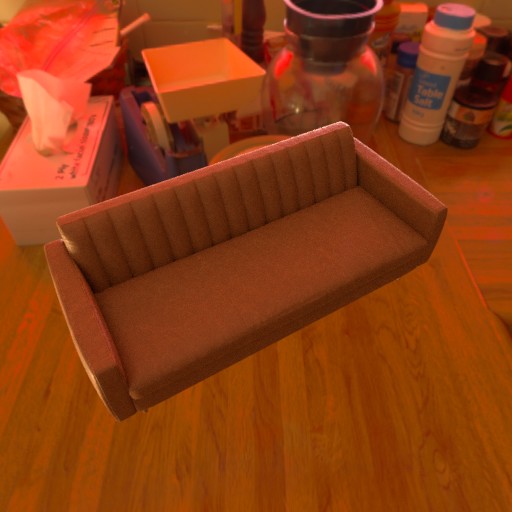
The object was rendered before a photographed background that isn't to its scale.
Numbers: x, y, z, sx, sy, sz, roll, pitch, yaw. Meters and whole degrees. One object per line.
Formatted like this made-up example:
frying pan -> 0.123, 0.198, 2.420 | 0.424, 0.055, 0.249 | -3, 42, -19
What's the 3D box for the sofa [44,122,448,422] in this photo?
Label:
sofa -> 0.000, 0.000, 2.778 | 2.291, 0.821, 0.990 | -24, 51, -20
